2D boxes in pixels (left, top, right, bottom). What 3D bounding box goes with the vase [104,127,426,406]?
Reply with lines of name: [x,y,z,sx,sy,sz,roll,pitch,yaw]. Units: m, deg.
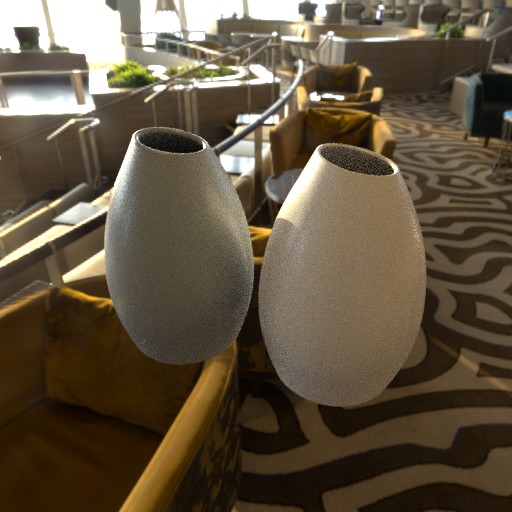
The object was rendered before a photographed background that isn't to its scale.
vase: [0.000,0.000,0.252,0.187,0.131,0.089,10,32,16]
